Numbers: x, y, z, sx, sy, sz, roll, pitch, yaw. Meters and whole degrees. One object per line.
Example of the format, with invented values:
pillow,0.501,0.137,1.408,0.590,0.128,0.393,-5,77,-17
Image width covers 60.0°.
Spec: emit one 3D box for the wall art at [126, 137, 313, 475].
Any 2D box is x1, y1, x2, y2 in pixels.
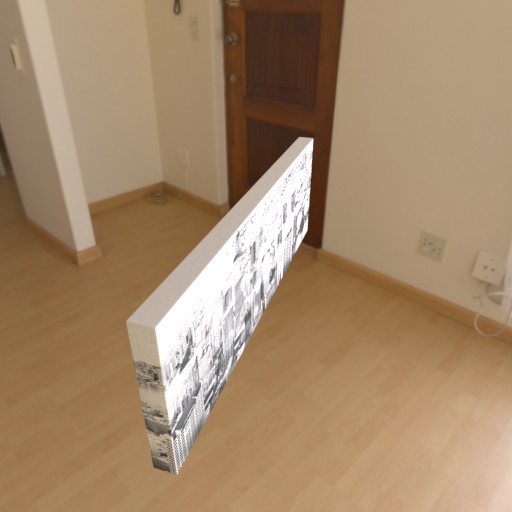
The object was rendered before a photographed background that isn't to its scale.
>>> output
wall art,0.000,0.000,0.849,0.038,0.255,0.763,10,32,16
